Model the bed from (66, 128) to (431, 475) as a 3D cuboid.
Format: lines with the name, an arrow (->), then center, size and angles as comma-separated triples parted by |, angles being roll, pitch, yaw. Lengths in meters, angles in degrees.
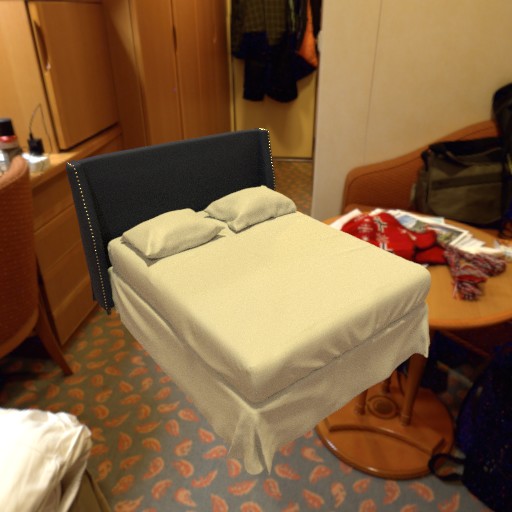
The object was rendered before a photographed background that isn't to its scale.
bed -> 0.000, 0.000, 3.396 | 1.925, 1.332, 2.276 | -21, 35, -33
